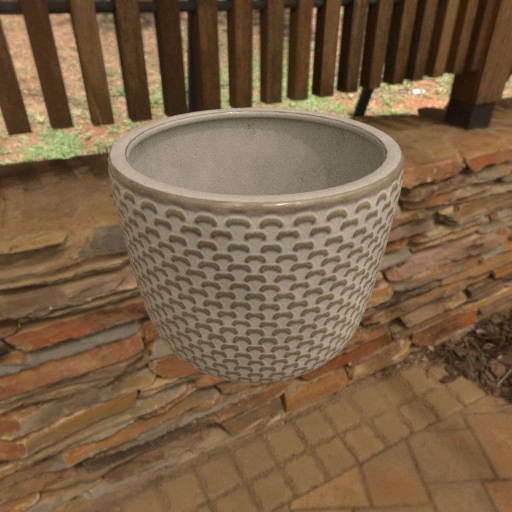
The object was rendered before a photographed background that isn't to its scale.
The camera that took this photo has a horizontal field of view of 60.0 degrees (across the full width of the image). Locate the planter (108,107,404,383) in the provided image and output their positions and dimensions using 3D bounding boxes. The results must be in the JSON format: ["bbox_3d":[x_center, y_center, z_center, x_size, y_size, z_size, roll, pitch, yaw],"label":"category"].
[{"bbox_3d":[0.000,0.000,0.306,0.173,0.160,0.173,0,32,0],"label":"planter"}]
